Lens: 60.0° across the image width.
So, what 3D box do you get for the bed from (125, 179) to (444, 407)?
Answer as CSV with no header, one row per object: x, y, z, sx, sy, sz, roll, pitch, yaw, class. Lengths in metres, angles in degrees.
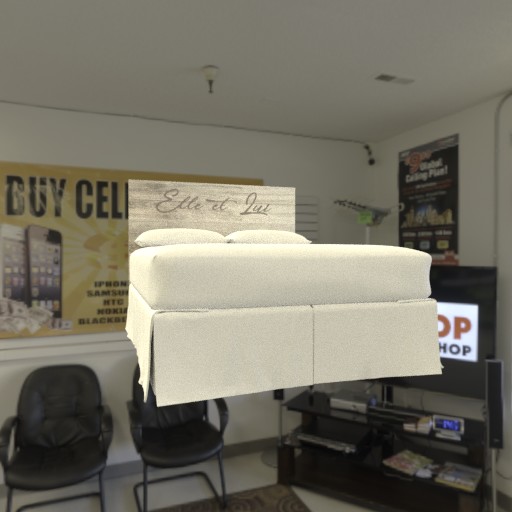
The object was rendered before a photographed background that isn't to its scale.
0.000,0.000,3.222,1.745,1.335,2.094,0,1,-19,bed
